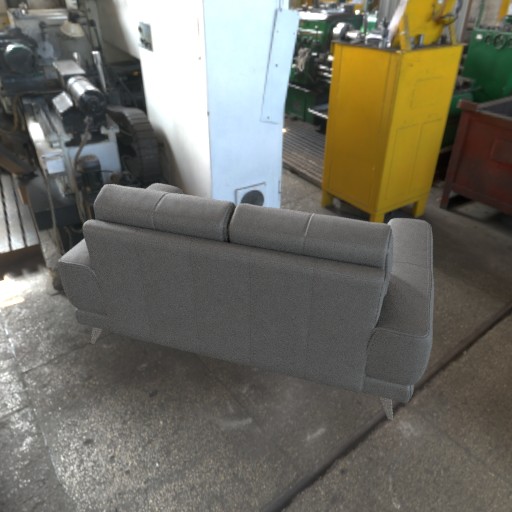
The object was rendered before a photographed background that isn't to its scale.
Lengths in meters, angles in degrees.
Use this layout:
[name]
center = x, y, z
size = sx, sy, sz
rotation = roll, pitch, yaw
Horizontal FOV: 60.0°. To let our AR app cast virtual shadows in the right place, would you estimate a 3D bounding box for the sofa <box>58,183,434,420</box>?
[sofa]
center = 0.000, 0.000, 2.392
size = 1.806, 0.907, 1.018
rotation = 10, 34, 15
